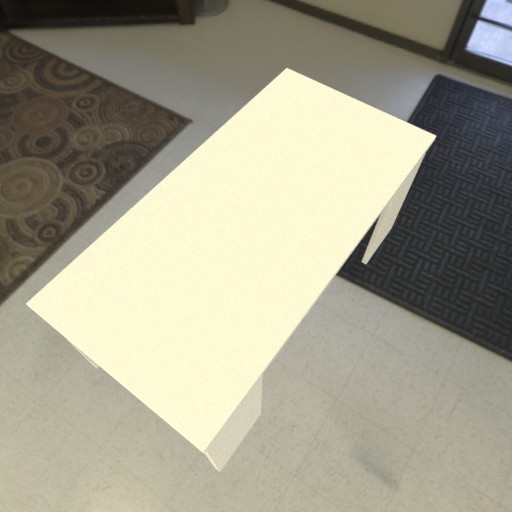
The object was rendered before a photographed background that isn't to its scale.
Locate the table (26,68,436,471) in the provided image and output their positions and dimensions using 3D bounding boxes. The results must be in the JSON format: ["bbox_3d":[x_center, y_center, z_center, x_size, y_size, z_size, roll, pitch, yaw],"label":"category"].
[{"bbox_3d":[0.000,0.000,1.277,0.500,0.440,1.000,32,64,18],"label":"table"}]
